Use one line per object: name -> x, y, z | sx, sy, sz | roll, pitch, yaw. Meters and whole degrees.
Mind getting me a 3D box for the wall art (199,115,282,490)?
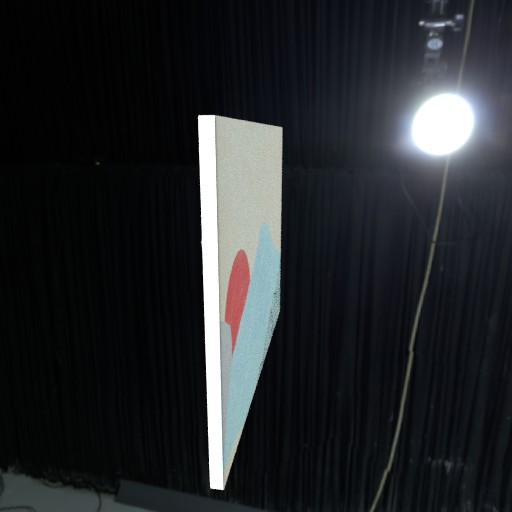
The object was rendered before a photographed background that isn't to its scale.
wall art -> 0.000, 0.000, 1.596 | 0.042, 0.912, 1.219 | 3, 15, 9
